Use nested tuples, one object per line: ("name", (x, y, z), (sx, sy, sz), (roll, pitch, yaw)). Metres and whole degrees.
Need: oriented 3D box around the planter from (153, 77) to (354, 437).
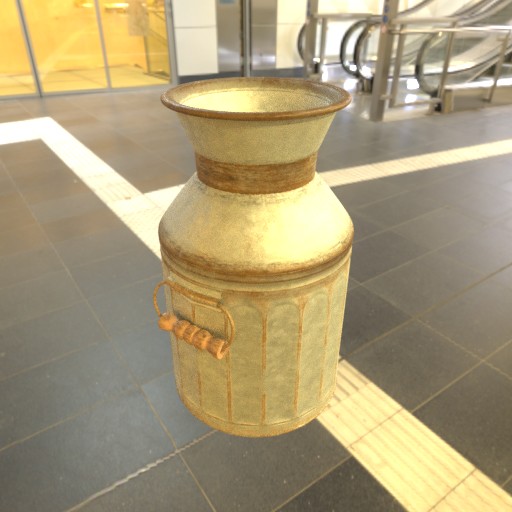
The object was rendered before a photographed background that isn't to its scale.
("planter", (0.000, 0.000, 0.507), (0.215, 0.358, 0.248), (20, 36, 30))
